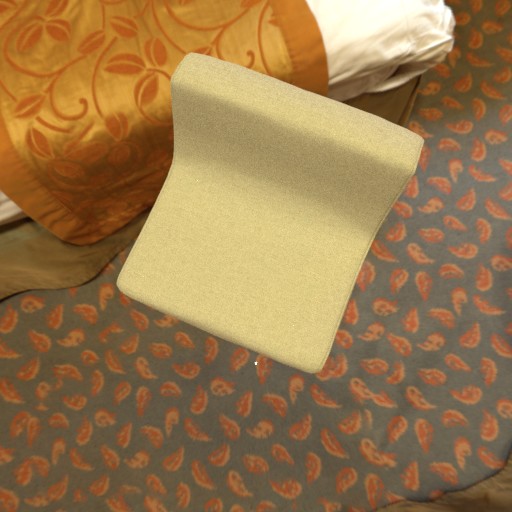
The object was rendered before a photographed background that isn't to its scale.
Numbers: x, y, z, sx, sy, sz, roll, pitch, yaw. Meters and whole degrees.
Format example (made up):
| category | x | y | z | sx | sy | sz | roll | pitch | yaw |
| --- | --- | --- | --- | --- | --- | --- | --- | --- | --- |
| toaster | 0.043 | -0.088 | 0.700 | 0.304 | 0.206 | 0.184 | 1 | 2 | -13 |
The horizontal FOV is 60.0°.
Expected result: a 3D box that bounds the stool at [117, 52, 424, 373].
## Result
| category | x | y | z | sx | sy | sz | roll | pitch | yaw |
| --- | --- | --- | --- | --- | --- | --- | --- | --- | --- |
| stool | 0.000 | 0.000 | 1.248 | 0.511 | 0.937 | 0.500 | 22 | 77 | 5 |
